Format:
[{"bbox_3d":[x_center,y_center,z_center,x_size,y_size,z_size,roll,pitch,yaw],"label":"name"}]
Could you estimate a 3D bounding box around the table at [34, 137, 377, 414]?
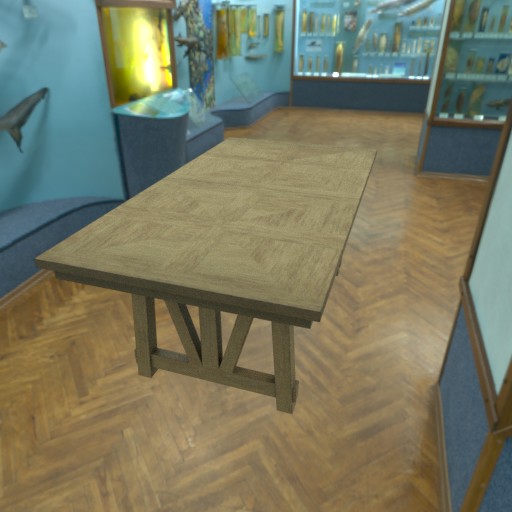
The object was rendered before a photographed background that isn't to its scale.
[{"bbox_3d":[0.000,0.000,2.379,1.016,0.768,1.881,9,30,16],"label":"table"}]
